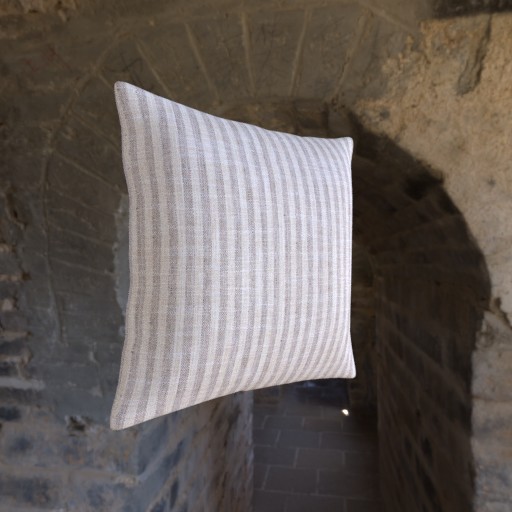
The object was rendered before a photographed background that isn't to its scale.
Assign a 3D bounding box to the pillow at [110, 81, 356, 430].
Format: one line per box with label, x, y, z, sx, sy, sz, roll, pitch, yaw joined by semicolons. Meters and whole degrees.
pillow;0.000;0.000;0.792;0.523;0.510;0.166;0;-1;-37
